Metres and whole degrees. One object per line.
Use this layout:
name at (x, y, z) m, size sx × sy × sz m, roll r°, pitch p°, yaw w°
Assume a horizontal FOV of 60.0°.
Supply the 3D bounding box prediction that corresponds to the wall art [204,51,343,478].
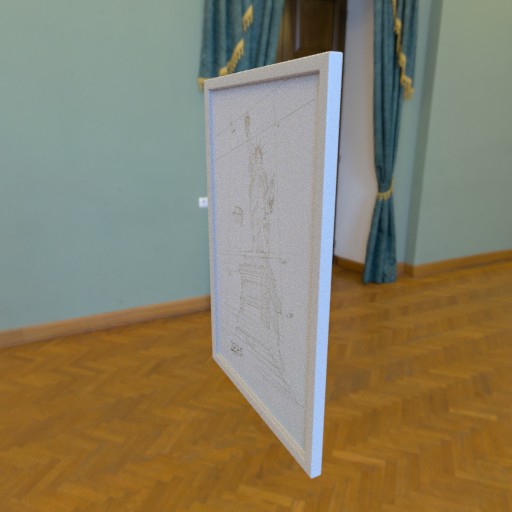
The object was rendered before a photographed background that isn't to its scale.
wall art at (0.000, 0.000, 1.044) m, size 0.026 × 0.813 × 0.556 m, roll -8°, pitch 19°, yaw -26°
